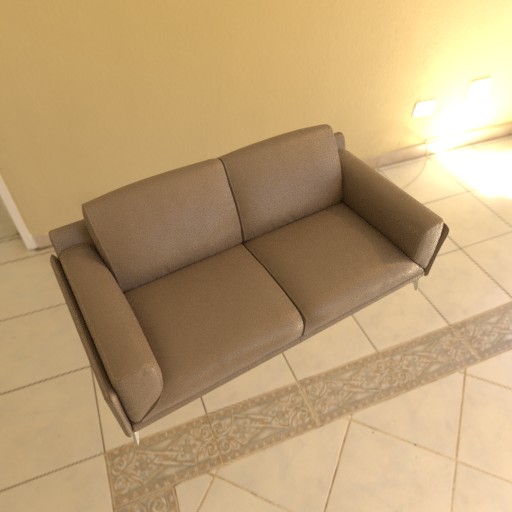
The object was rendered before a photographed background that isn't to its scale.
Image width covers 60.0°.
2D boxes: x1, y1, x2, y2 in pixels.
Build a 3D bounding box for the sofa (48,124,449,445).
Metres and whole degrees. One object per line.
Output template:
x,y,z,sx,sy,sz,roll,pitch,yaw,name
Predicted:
0.000,0.000,2.630,2.101,0.930,1.049,-24,50,-22,sofa
